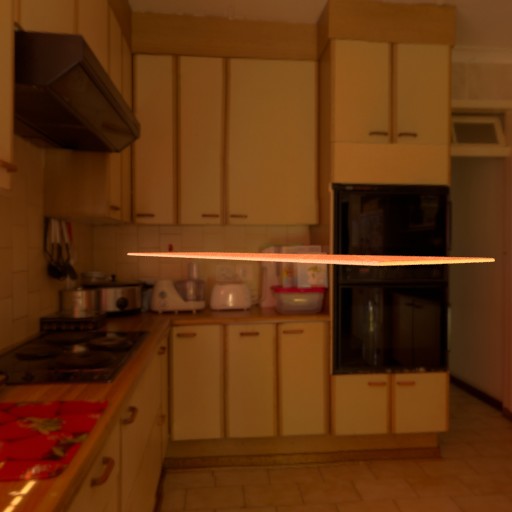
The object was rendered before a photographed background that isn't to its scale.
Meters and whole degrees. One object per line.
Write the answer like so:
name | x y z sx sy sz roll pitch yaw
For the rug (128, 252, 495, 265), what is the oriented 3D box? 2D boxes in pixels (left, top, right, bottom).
rug | 0.000 0.000 2.459 0.678 0.014 2.276 -1 1 -35
